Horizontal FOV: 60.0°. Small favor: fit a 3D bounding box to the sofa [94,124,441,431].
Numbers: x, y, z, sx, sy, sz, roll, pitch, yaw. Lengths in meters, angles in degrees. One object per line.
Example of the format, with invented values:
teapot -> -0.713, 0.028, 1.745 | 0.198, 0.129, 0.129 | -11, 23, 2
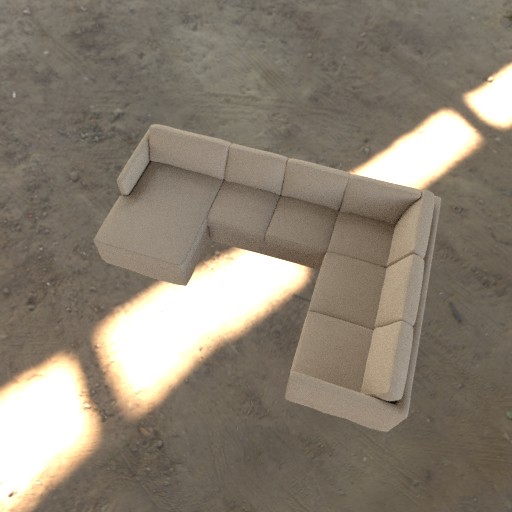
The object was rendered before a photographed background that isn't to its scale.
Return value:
sofa -> 0.000, 0.000, 4.729 | 3.528, 0.878, 2.476 | 16, 61, 9
